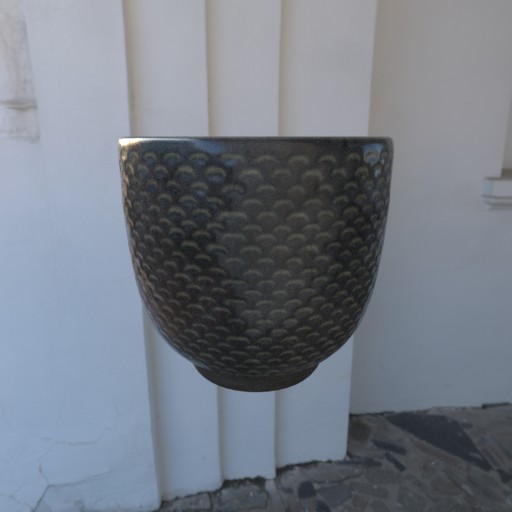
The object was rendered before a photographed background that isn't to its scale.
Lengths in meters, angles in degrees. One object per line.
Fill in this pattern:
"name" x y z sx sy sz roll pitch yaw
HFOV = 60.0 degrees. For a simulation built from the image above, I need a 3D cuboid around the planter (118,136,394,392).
"planter" 0.000 0.000 0.307 0.172 0.160 0.172 0 15 0
